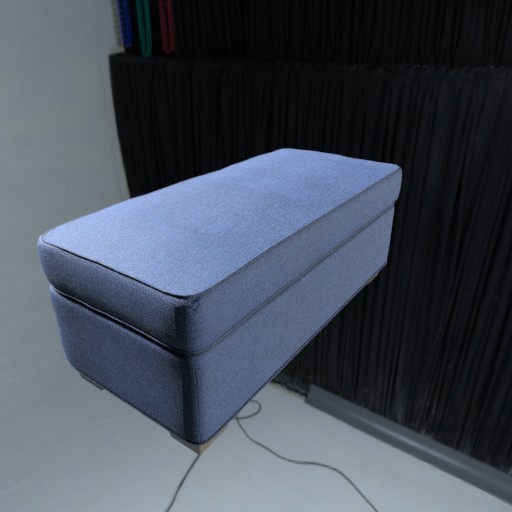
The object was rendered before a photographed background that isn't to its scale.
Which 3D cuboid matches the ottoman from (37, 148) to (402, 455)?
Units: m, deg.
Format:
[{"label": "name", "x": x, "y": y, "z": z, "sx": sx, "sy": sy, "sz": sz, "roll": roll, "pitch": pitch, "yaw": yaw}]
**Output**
[{"label": "ottoman", "x": 0.000, "y": 0.000, "z": 1.379, "sx": 0.515, "sy": 0.460, "sz": 1.110, "roll": 18, "pitch": 31, "yaw": 32}]
